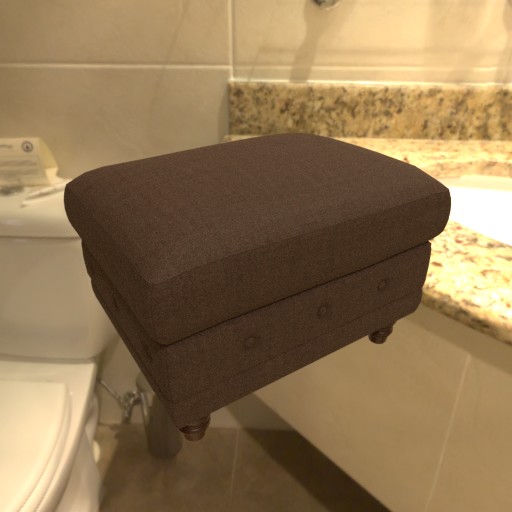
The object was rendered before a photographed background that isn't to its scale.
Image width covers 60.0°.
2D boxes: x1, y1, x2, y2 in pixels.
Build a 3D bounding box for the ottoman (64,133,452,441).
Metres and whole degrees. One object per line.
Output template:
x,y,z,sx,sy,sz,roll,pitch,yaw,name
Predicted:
0.000,0.000,1.193,0.809,0.555,0.599,-18,34,-29,ottoman
